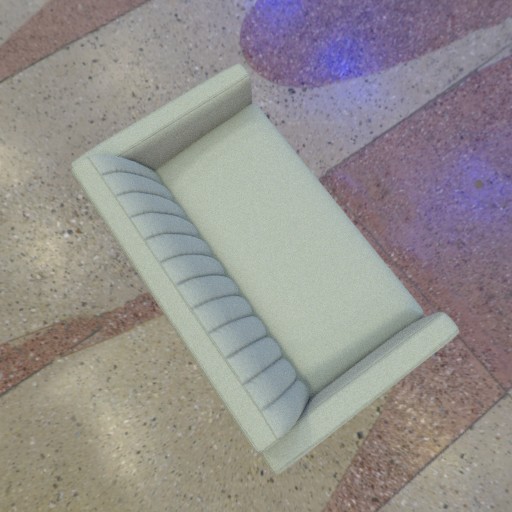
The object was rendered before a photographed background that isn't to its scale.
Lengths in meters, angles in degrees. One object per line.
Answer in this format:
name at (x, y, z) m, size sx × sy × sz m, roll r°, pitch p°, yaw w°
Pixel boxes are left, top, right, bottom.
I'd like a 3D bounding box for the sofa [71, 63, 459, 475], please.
sofa at (0.000, 0.000, 2.114) m, size 0.950 × 0.801 × 1.585 m, roll -34°, pitch 78°, yaw -9°
